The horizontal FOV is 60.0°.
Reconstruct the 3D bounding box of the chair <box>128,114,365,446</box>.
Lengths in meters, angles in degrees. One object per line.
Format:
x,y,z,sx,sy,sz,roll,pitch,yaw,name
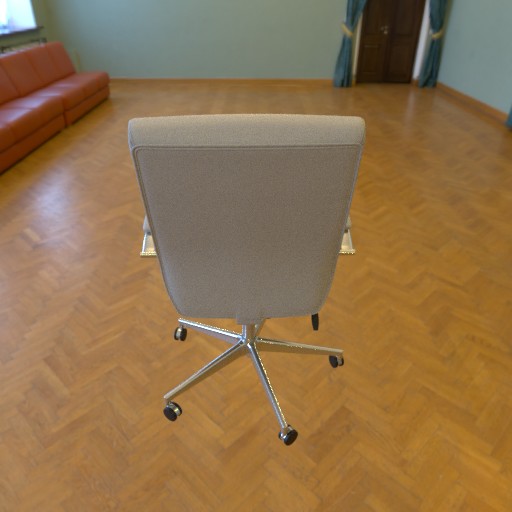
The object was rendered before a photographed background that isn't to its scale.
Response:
0.000,0.000,1.557,0.727,1.099,0.745,-1,31,-1,chair
